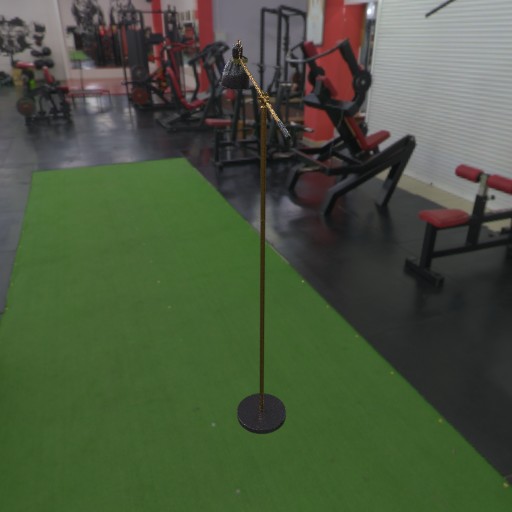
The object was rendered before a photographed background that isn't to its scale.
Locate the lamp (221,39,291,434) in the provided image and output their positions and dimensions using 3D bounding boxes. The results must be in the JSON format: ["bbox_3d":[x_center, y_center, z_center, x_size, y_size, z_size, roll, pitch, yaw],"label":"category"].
[{"bbox_3d":[0.000,0.000,1.851,0.235,1.628,0.618,-9,27,-17],"label":"lamp"}]
